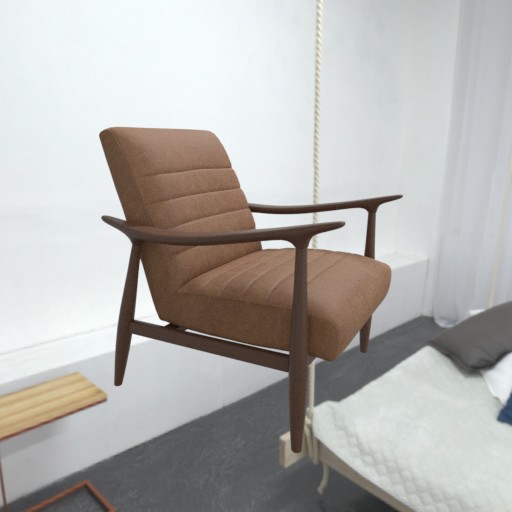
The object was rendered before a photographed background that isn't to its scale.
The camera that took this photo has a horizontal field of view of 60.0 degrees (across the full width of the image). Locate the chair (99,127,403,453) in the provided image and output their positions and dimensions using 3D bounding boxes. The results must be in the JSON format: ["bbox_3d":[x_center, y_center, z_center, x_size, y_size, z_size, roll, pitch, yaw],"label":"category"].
[{"bbox_3d":[0.000,0.000,1.473,0.798,0.832,0.741,7,15,27],"label":"chair"}]
